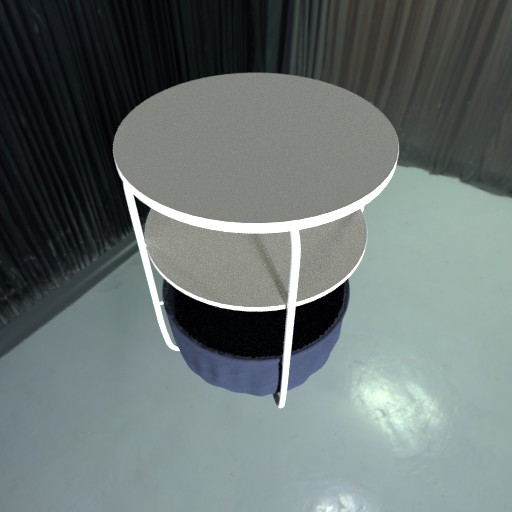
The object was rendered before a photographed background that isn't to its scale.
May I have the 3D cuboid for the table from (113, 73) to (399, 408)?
[{"bbox_3d":[0.000,0.000,0.854,0.418,0.532,0.418,23,50,21],"label":"table"}]
